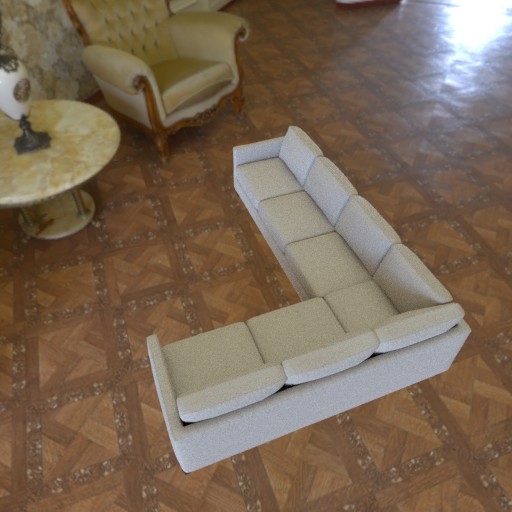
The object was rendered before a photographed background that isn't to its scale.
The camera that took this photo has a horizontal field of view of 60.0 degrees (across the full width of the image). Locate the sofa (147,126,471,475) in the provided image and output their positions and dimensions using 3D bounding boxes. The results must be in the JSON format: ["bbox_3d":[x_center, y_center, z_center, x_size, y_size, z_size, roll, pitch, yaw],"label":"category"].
[{"bbox_3d":[0.000,0.000,4.505,2.522,0.934,3.333,-16,47,-15],"label":"sofa"}]
